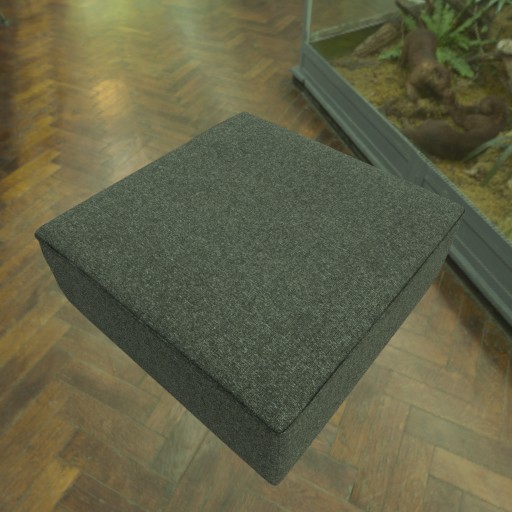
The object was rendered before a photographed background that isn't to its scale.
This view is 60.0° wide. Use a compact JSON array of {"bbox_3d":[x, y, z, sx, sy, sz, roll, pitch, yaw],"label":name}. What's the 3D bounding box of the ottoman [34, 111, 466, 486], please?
[{"bbox_3d":[0.000,0.000,1.548,1.017,0.423,1.021,32,54,27],"label":"ottoman"}]
